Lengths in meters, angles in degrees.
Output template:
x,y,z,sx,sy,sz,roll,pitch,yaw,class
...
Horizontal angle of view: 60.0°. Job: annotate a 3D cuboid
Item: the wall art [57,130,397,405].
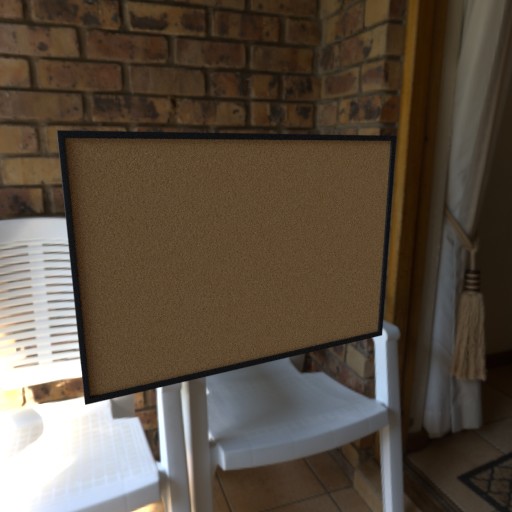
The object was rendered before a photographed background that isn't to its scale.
x,y,z,sx,sy,sz,roll,pitch,yaw,class
0.000,0.000,1.247,0.963,0.665,0.013,-7,15,-25,wall art
